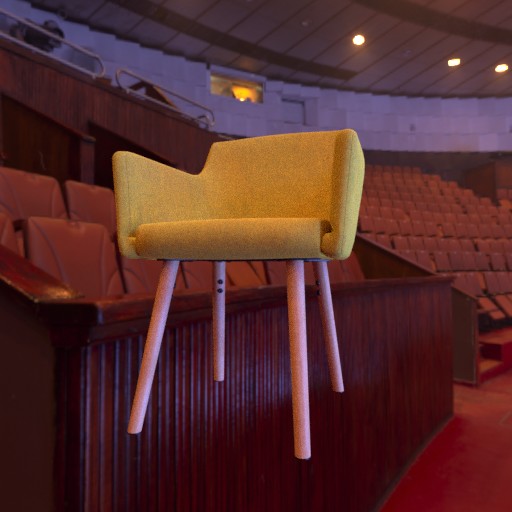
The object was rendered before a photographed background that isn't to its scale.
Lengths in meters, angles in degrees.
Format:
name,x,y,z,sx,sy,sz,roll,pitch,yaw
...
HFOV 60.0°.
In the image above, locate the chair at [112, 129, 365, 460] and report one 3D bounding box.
name,x,y,z,sx,sy,sz,roll,pitch,yaw
chair,0.000,0.000,1.170,0.570,0.780,0.570,0,-1,19
